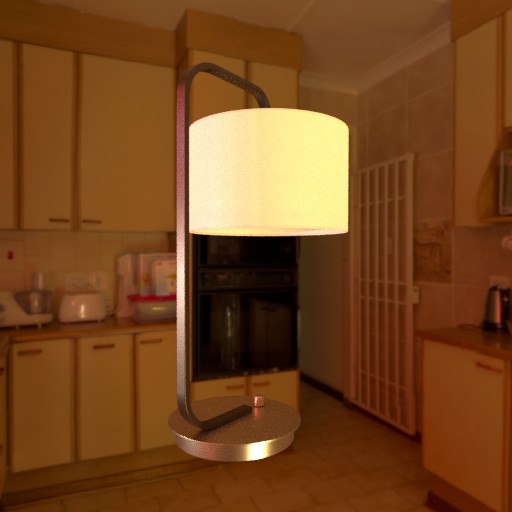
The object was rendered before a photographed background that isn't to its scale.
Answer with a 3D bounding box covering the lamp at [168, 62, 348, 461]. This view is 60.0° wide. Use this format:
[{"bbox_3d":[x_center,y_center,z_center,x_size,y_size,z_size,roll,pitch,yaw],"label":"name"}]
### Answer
[{"bbox_3d":[0.000,0.000,0.625,0.230,0.473,0.288,0,0,37],"label":"lamp"}]
